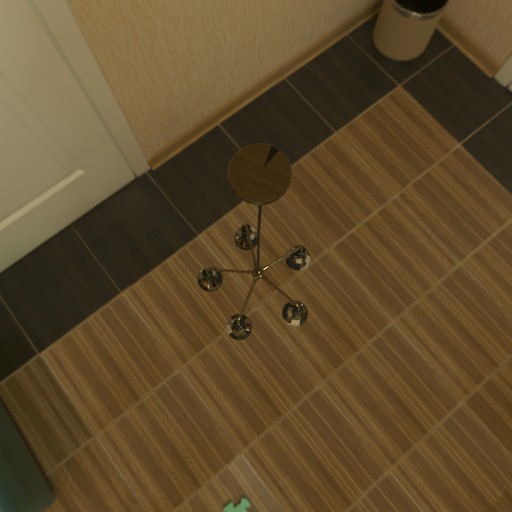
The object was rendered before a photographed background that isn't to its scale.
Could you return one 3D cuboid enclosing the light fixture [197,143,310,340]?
[{"bbox_3d":[0.000,0.000,1.230,0.438,0.988,0.421,21,76,6],"label":"light fixture"}]
